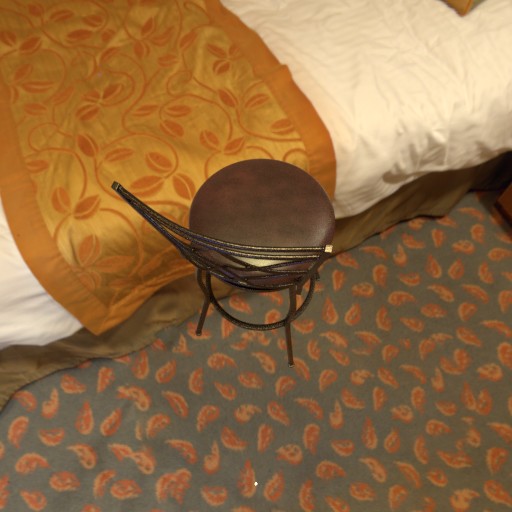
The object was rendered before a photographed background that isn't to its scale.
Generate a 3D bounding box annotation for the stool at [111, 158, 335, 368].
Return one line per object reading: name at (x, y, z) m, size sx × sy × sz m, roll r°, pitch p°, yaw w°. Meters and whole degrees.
stool at (0.000, 0.000, 1.401) m, size 0.434 × 1.117 × 0.534 m, roll 17°, pitch 64°, yaw 9°
